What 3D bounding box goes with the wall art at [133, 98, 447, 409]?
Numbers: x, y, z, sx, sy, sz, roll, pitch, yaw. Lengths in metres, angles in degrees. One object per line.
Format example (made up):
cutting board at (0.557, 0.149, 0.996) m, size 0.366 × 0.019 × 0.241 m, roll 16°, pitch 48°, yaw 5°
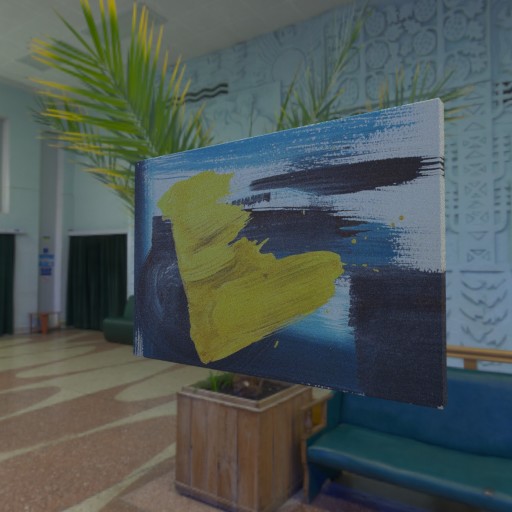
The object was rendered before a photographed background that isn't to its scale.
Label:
wall art at (0.000, 0.000, 1.146) m, size 0.914 × 0.610 × 0.039 m, roll -1°, pitch -2°, yaw 35°
